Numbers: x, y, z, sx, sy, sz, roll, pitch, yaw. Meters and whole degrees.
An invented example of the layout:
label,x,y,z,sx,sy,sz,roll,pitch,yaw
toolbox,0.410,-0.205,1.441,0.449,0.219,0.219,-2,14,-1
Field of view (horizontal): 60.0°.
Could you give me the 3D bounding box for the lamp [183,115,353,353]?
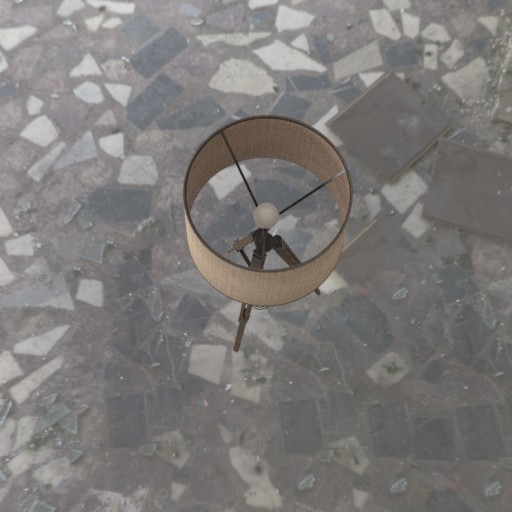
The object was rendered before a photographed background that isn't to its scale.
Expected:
label,x,y,z,sx,sy,sz,roll,pitch,yaw
lamp,0.000,0.000,1.837,0.604,1.510,0.587,-35,77,-9
